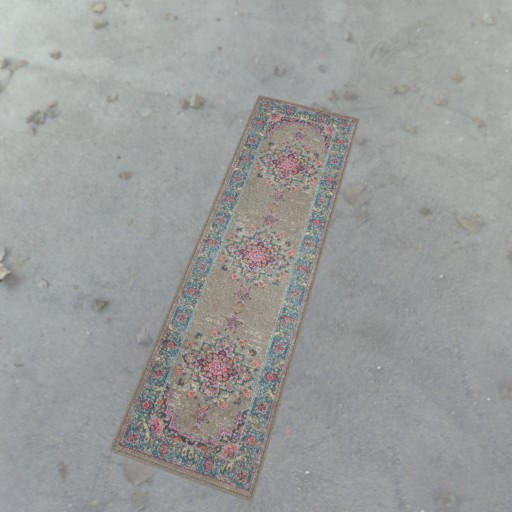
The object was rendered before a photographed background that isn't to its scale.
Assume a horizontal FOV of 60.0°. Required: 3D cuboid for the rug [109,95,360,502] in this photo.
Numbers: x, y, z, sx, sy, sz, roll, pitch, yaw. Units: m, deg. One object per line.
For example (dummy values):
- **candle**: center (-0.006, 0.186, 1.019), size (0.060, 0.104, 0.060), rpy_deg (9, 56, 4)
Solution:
- **rug**: center (0.000, 0.000, 1.956), size (0.553, 0.012, 1.827), rpy_deg (16, 66, 7)
